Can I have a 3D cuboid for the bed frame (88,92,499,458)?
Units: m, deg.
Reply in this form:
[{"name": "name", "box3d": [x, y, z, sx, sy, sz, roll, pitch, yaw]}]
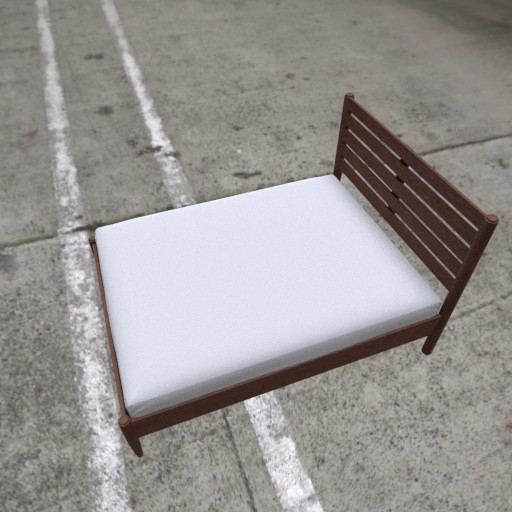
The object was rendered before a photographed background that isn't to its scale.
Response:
[{"name": "bed frame", "box3d": [0.000, 0.000, 3.134, 2.234, 1.321, 1.655, -15, 47, -14]}]
